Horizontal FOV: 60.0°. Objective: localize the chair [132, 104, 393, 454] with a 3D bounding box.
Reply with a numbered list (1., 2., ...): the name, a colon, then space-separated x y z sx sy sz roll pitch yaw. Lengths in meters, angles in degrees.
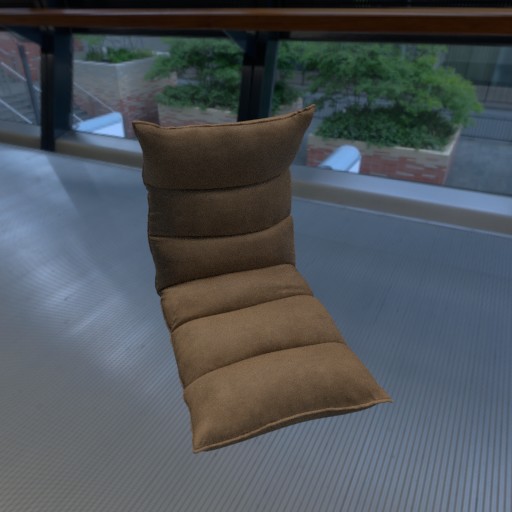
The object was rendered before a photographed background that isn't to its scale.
1. chair: 0.000 0.000 1.617 0.714 0.892 0.985 -10 32 -16
